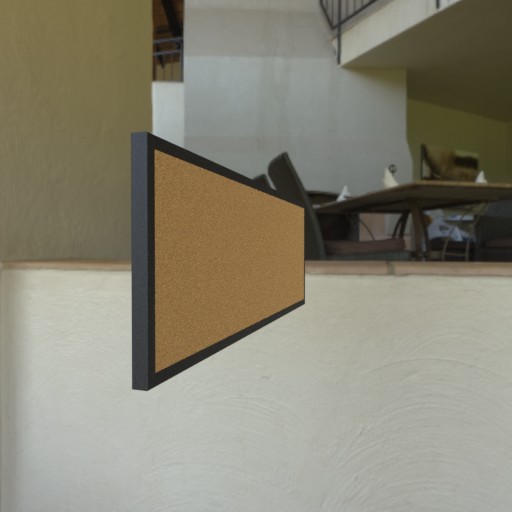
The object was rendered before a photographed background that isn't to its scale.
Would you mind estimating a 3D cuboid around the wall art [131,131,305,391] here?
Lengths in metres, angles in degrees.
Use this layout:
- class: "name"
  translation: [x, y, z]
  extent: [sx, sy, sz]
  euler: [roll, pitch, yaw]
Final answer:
- class: "wall art"
  translation: [0.000, 0.000, 1.696]
  extent: [0.041, 0.554, 1.572]
  euler: [0, 1, 19]
